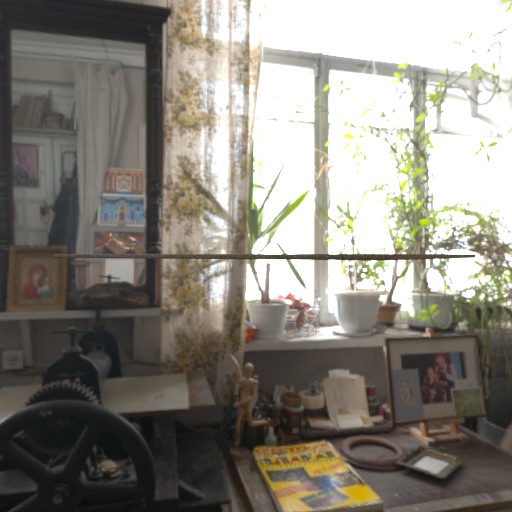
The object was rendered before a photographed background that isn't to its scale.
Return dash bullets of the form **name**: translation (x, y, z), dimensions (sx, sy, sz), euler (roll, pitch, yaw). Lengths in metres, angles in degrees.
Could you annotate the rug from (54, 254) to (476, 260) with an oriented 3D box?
- **rug**: translation (0.000, 0.000, 2.918), dimensions (2.346, 0.025, 1.500), euler (0, 0, 37)
